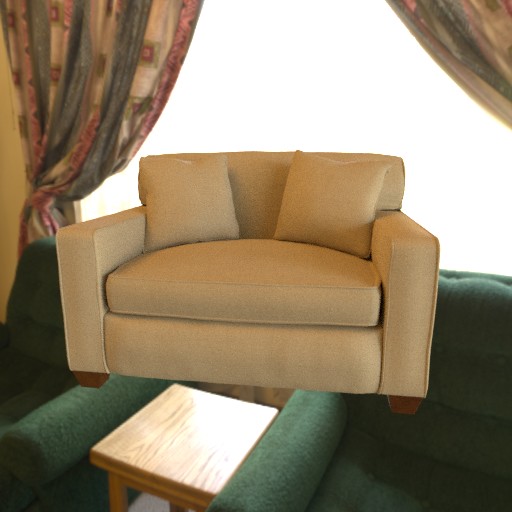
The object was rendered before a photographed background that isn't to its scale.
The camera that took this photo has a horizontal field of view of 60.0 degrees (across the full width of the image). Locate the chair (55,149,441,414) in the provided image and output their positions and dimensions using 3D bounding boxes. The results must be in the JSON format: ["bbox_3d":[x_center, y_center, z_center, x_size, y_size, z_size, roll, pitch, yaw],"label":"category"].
[{"bbox_3d":[0.000,0.000,2.014,1.383,0.948,1.000,2,13,8],"label":"chair"}]
